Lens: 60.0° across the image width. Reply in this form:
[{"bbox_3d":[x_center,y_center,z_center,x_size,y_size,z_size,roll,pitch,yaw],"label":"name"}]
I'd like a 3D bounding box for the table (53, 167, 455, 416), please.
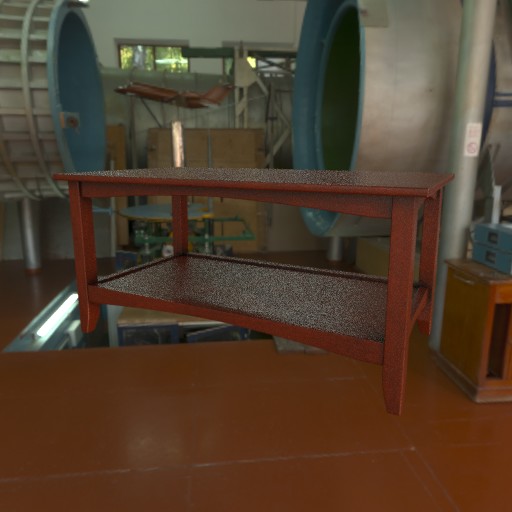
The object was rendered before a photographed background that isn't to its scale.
[{"bbox_3d":[0.000,0.000,1.244,0.943,0.456,0.533,7,15,27],"label":"table"}]
